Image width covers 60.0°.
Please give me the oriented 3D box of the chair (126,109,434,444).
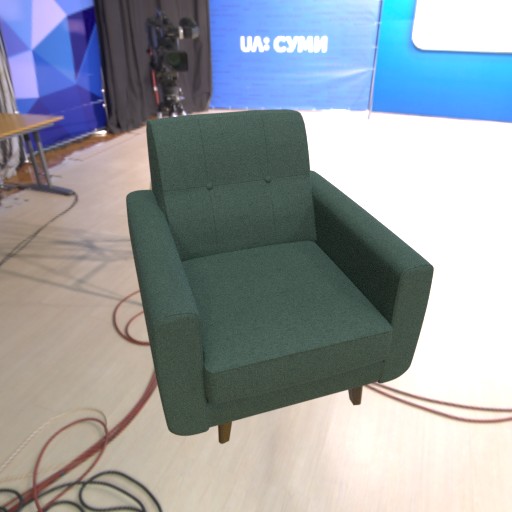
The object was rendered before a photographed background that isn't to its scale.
[{"bbox_3d":[0.000,0.000,1.584,0.831,0.841,0.909,-10,32,-16],"label":"chair"}]
